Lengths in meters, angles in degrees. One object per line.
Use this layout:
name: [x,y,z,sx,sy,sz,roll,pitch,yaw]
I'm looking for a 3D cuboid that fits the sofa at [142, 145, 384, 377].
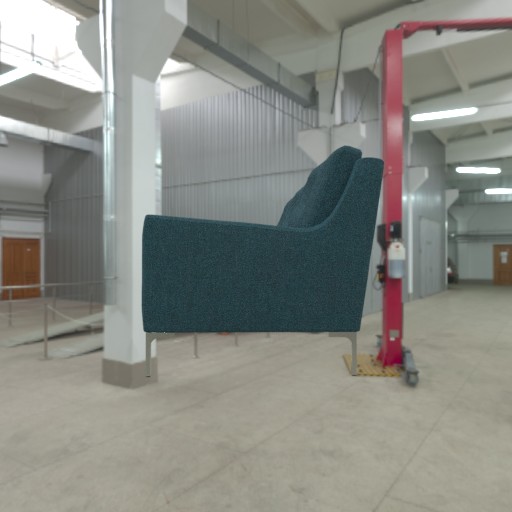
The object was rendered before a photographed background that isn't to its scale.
sofa: [0.000,0.000,2.544,0.849,0.837,2.060,0,0,-1]
